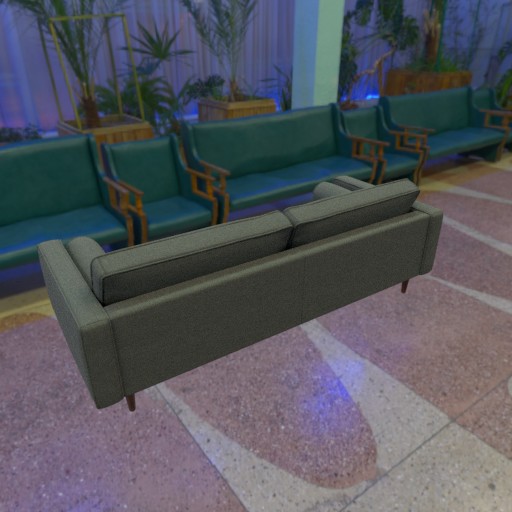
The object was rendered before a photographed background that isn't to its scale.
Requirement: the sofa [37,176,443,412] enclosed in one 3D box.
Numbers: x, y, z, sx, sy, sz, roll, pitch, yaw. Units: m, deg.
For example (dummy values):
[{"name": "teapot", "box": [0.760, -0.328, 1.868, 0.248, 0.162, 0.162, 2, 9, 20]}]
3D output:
[{"name": "sofa", "box": [0.000, 0.000, 2.614, 2.198, 0.762, 0.914, -17, 32, -29]}]
